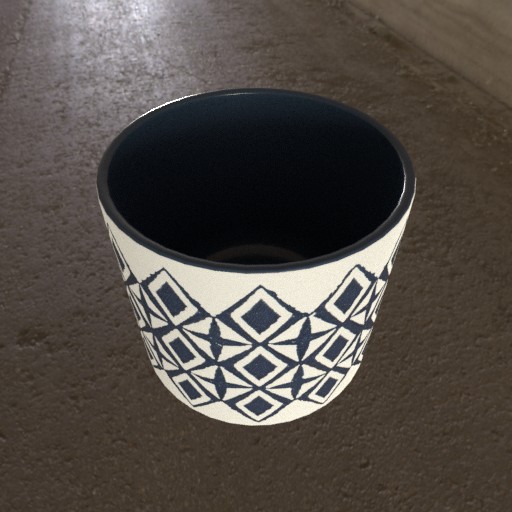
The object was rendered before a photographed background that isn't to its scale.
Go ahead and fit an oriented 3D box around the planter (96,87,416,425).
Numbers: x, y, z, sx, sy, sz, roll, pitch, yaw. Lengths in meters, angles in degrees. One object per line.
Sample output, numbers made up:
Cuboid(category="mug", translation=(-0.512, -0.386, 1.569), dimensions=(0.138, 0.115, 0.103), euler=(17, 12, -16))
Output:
Cuboid(category="planter", translation=(0.000, 0.000, 0.276), dimensions=(0.159, 0.144, 0.159), euler=(0, 46, 0))
